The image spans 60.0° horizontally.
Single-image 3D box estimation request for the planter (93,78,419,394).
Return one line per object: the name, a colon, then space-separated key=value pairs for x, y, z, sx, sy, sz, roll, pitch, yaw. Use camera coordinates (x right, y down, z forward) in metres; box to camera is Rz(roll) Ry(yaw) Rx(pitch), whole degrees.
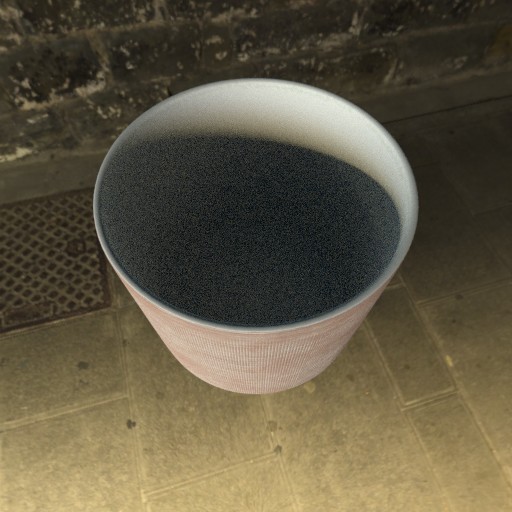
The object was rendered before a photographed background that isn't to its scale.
planter: x=0.000 y=0.000 z=0.778 sx=0.440 sy=0.398 sz=0.440 roll=0 pitch=59 yaw=0
